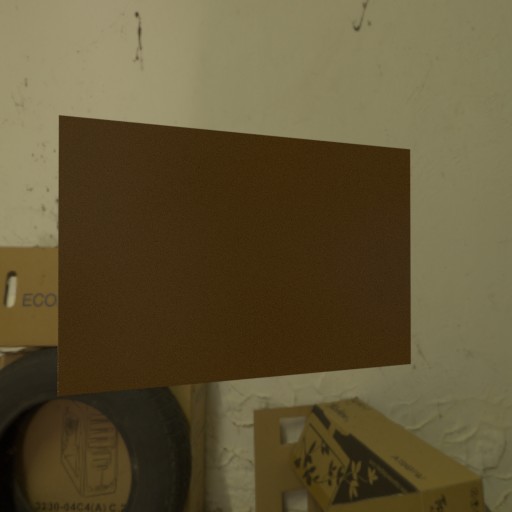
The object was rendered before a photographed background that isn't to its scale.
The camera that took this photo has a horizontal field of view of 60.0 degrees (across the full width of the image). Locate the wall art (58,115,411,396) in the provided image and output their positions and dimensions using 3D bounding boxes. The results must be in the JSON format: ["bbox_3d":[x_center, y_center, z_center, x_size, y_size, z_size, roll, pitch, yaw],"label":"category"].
[{"bbox_3d":[0.000,0.000,1.403,1.145,0.762,0.041,0,-1,-19],"label":"wall art"}]
